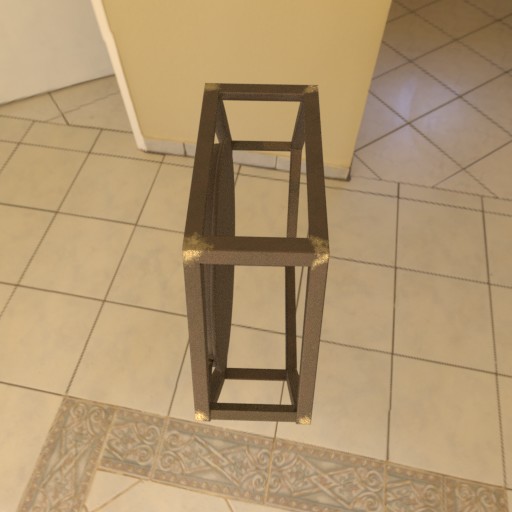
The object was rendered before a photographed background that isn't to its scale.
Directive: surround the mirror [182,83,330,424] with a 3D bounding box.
[{"bbox_3d":[0.000,0.000,0.530,0.119,0.334,0.380,1,58,1],"label":"mirror"}]
